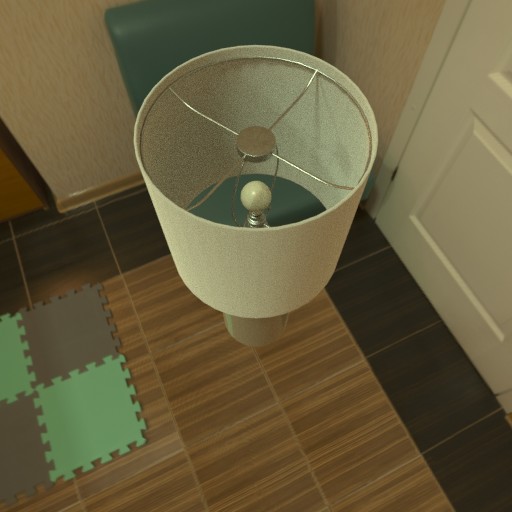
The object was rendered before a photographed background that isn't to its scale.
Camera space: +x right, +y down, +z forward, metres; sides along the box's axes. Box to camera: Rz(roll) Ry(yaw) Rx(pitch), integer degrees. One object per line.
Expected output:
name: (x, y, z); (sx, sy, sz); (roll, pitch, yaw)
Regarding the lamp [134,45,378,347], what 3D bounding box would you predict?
lamp: (0.000, 0.000, 0.605); (0.212, 0.493, 0.212); (33, 67, 16)
